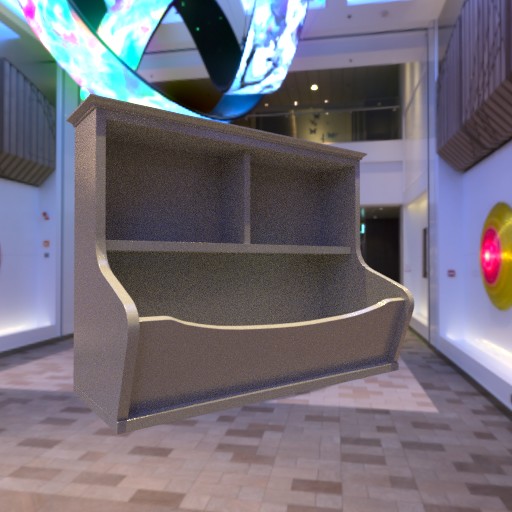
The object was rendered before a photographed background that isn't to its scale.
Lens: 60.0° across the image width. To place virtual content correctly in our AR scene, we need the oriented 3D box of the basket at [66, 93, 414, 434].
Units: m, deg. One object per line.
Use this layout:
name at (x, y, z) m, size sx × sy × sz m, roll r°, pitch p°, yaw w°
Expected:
basket at (0.000, 0.000, 1.060) m, size 0.780 × 0.600 × 0.350 m, roll 1°, pitch -1°, yaw -36°
